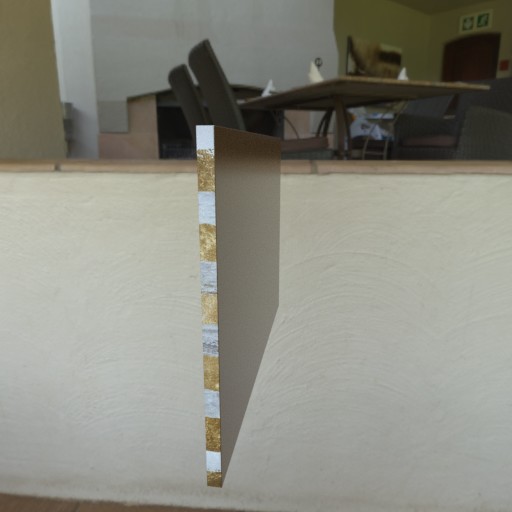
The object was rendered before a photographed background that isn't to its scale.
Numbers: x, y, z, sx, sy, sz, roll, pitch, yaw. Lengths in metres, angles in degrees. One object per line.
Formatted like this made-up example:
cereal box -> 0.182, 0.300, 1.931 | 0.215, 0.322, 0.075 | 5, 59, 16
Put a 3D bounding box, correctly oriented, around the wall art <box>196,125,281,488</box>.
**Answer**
wall art -> 0.000, 0.000, 1.153 | 0.027, 0.610, 0.932 | 2, 14, 9
